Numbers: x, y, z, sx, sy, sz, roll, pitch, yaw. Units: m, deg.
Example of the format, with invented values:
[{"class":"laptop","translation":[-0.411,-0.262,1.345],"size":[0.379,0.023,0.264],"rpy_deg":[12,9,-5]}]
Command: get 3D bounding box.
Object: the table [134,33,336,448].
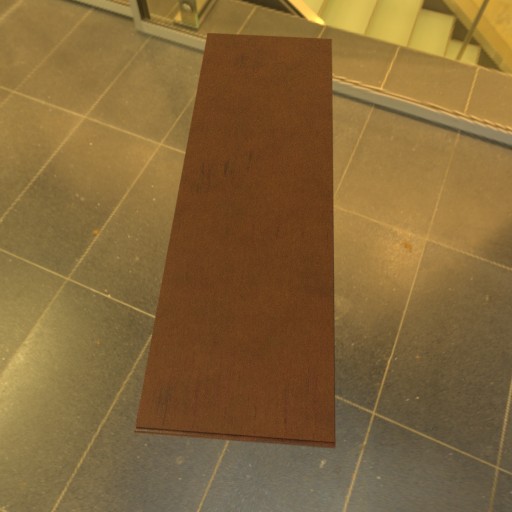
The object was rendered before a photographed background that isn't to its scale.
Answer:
[{"class":"table","translation":[0.000,0.000,1.476],"size":[0.399,0.763,1.197],"rpy_deg":[4,63,2]}]
